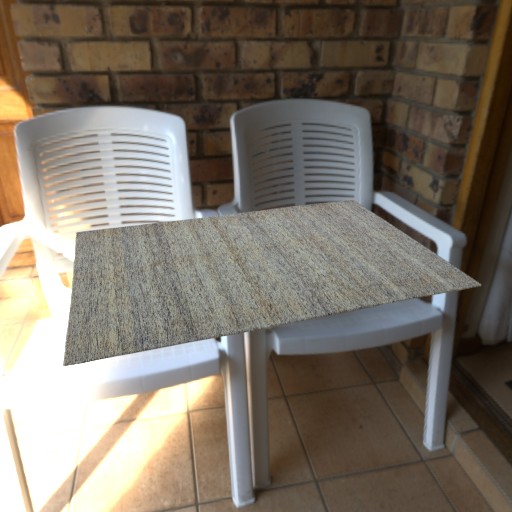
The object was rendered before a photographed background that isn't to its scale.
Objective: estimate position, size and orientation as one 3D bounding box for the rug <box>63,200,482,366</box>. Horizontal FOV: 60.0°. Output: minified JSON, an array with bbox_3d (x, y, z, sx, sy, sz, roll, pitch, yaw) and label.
[{"bbox_3d":[0.000,0.000,2.357,1.846,0.014,1.243,-8,28,-16],"label":"rug"}]
